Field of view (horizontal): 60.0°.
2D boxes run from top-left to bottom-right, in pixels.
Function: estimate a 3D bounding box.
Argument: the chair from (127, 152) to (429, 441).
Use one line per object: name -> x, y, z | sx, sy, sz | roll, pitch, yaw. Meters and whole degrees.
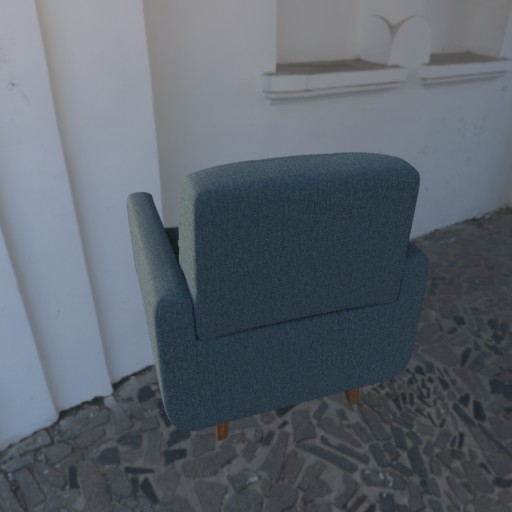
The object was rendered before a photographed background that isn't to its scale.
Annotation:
chair -> 0.000, 0.000, 1.712 | 0.880, 0.940, 0.964 | -9, 28, -17
